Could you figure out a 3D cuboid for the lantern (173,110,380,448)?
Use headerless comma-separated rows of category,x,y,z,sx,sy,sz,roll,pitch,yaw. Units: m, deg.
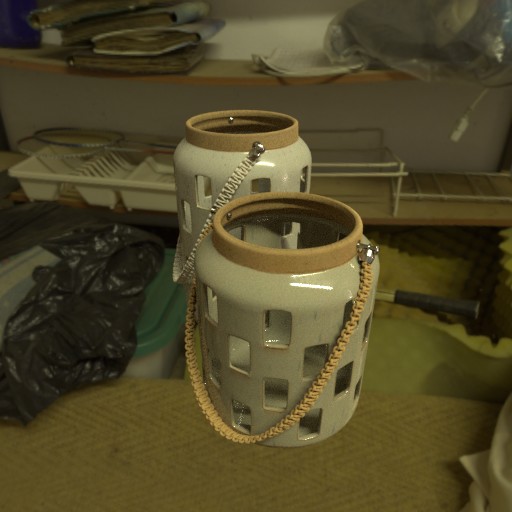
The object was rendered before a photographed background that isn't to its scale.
lantern,0.000,0.000,0.492,0.184,0.255,0.347,-7,30,-13
